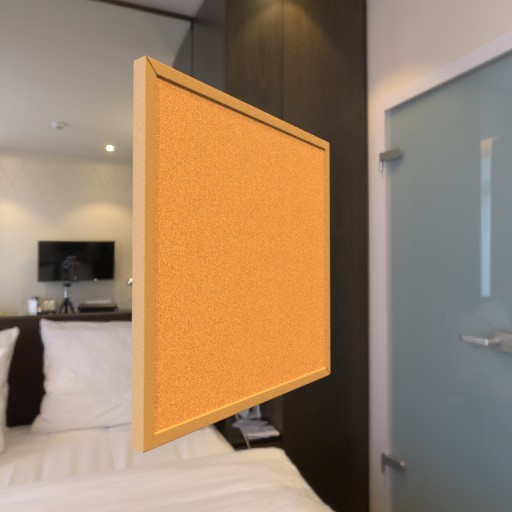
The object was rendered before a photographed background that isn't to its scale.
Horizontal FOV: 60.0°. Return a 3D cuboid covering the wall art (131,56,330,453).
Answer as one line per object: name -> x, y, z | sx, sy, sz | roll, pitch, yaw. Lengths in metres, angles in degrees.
wall art -> 0.000, 0.000, 1.164 | 0.037, 0.761, 0.761 | -1, -2, 37
